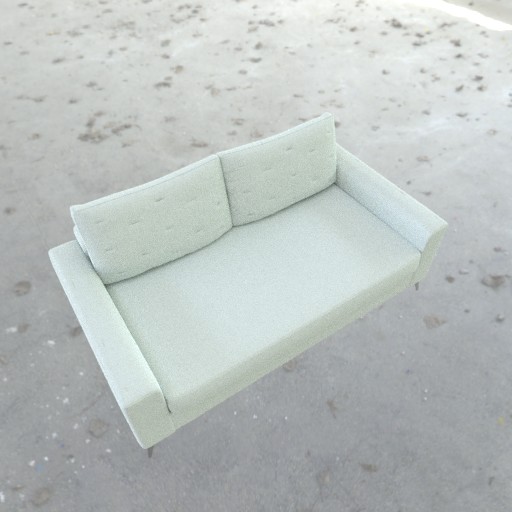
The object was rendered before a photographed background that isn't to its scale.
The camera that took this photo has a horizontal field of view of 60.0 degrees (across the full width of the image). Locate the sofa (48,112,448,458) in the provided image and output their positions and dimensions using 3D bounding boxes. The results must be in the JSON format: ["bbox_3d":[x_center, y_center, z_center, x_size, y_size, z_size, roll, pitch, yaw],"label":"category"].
[{"bbox_3d":[0.000,0.000,2.114,1.650,0.790,0.920,-26,52,-22],"label":"sofa"}]
